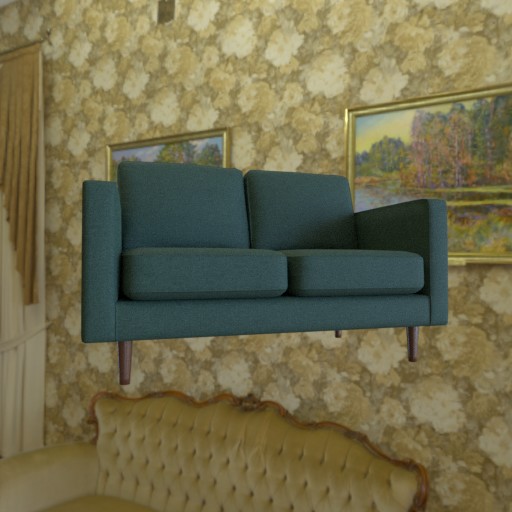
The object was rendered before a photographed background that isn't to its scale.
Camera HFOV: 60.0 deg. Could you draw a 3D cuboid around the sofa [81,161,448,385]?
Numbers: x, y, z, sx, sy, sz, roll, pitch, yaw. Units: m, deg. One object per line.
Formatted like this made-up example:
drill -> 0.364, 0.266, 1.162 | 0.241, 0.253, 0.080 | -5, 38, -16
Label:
sofa -> 0.000, 0.000, 2.011 | 1.430, 0.899, 0.879 | 0, -1, -18
